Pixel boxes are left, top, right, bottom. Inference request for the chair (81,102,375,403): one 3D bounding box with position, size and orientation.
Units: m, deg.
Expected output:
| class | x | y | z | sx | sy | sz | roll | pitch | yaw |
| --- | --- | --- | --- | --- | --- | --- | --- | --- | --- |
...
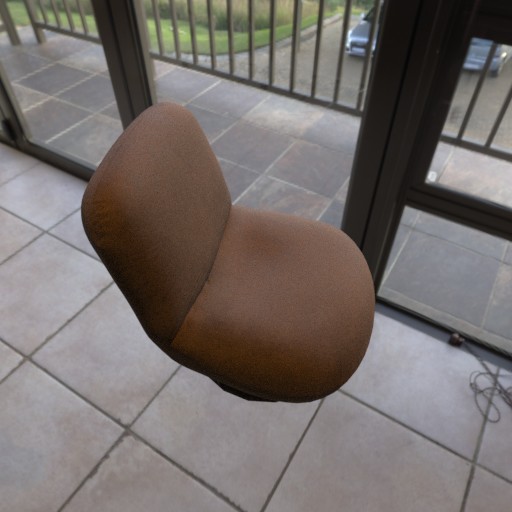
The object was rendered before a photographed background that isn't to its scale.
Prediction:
| class | x | y | z | sx | sy | sz | roll | pitch | yaw |
| --- | --- | --- | --- | --- | --- | --- | --- | --- | --- |
| chair | 0.000 | 0.000 | 1.030 | 0.597 | 0.594 | 0.521 | 10 | 48 | 9 |
